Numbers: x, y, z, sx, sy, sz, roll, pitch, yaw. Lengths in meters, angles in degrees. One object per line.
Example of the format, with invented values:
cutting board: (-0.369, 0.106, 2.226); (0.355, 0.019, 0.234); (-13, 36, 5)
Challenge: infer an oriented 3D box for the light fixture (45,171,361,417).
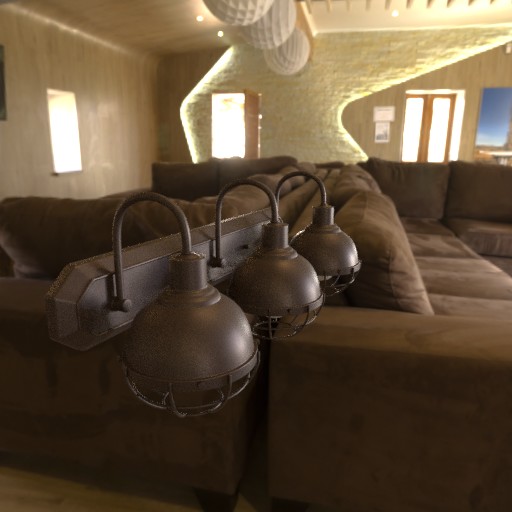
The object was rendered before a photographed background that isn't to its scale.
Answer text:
light fixture: (0.000, 0.000, 0.740); (0.229, 0.254, 0.634); (7, 16, 26)
